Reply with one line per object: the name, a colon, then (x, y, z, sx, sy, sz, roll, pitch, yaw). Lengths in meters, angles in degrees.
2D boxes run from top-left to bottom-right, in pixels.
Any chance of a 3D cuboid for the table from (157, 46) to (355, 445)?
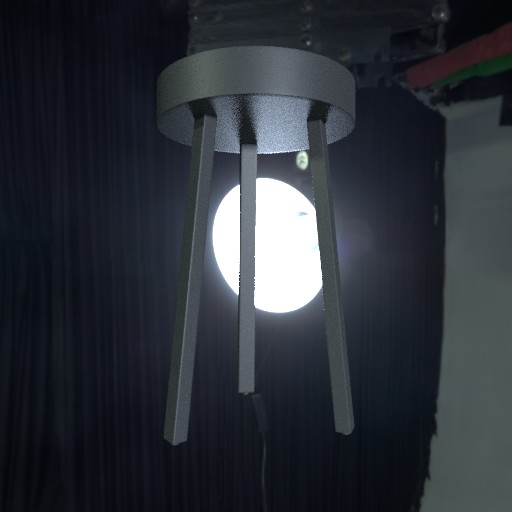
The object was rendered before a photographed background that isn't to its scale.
table: (0.000, 0.000, 0.927, 0.406, 0.686, 0.406, 0, -1, -37)
